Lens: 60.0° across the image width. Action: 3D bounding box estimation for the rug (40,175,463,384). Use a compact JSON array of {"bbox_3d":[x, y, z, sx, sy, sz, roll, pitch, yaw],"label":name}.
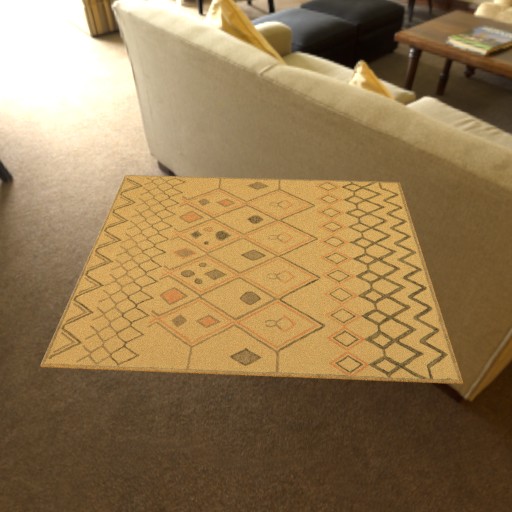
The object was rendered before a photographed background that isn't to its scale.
[{"bbox_3d":[0.000,0.000,4.054,3.050,0.016,2.441,2,45,2],"label":"rug"}]
